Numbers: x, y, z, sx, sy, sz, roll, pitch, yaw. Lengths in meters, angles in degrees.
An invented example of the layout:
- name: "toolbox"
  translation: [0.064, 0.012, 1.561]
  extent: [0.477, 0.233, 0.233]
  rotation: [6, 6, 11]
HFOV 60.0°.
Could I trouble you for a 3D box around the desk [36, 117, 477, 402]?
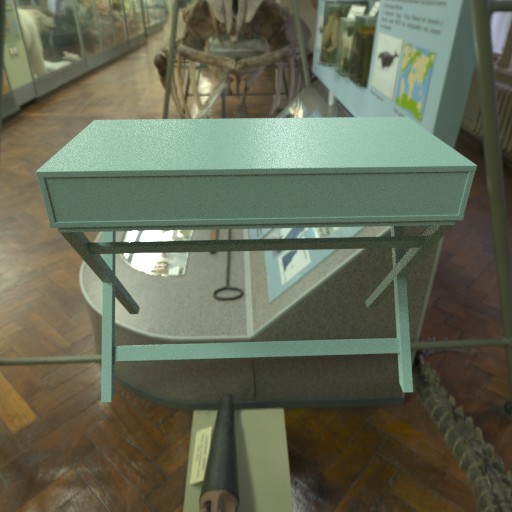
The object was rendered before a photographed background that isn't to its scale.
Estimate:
- name: "desk"
  translation: [0.000, 0.000, 1.474]
  extent: [1.059, 0.780, 0.509]
  rotation: [-1, 30, -2]
